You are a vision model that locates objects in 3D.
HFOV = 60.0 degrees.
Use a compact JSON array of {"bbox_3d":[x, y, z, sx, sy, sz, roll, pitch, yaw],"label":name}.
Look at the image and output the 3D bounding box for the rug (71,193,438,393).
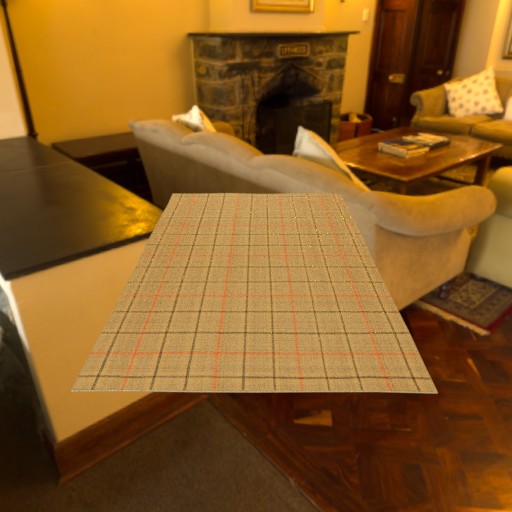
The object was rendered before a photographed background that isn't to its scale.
[{"bbox_3d":[0.000,0.000,2.921,1.524,0.015,2.439,0,27,0],"label":"rug"}]
